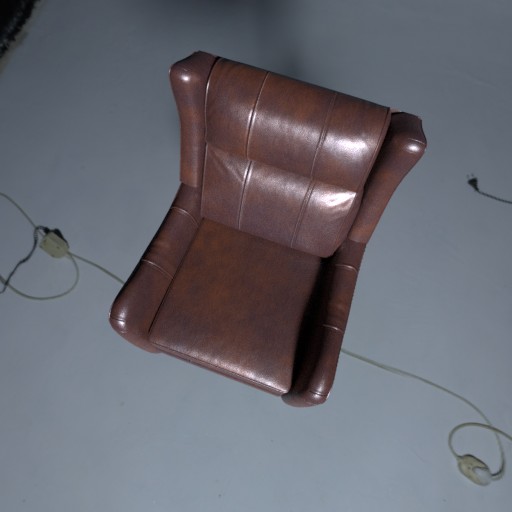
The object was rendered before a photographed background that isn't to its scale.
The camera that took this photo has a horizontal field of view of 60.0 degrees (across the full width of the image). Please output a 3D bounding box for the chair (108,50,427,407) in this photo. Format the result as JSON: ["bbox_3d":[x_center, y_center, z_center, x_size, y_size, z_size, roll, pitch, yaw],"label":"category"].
[{"bbox_3d":[0.000,0.000,1.819,0.869,1.084,1.008,19,74,6],"label":"chair"}]
